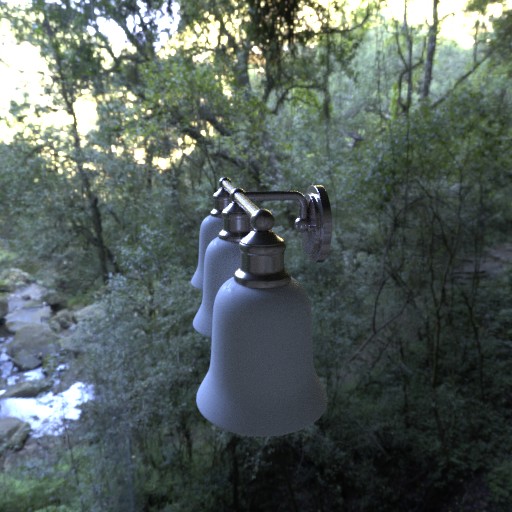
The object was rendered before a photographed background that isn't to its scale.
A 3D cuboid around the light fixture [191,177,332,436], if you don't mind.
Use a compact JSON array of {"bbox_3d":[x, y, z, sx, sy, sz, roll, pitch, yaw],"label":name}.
[{"bbox_3d":[0.000,0.000,0.675,0.198,0.211,0.570,-2,15,-9],"label":"light fixture"}]
